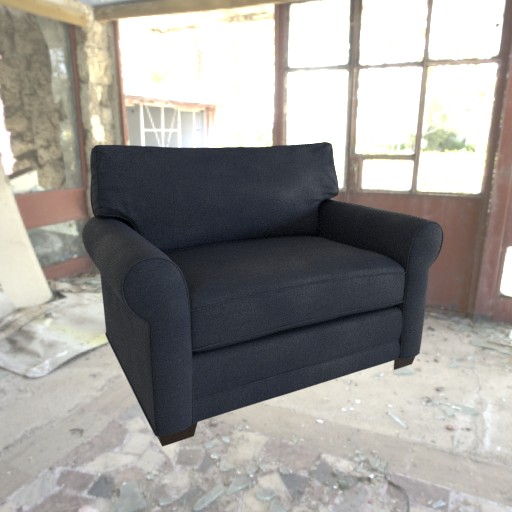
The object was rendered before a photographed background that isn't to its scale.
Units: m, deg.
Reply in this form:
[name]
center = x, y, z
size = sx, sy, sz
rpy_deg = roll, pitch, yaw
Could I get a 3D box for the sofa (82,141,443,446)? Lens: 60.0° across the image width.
[sofa]
center = 0.000, 0.000, 2.036
size = 1.405, 1.004, 0.938
rpy_deg = -8, 17, -27
